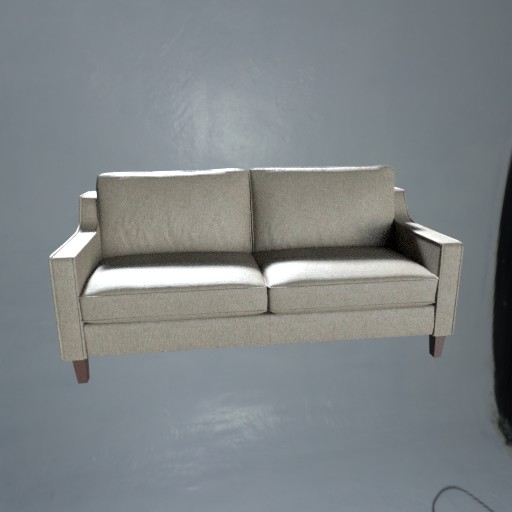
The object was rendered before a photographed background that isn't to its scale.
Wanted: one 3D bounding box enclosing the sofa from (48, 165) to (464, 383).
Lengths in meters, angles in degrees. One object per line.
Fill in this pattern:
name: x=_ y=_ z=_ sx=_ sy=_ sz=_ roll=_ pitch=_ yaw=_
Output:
sofa: x=0.000 y=0.000 z=2.807 sx=2.181 sy=1.074 sz=1.073 roll=-2 pitch=16 yaw=-8
